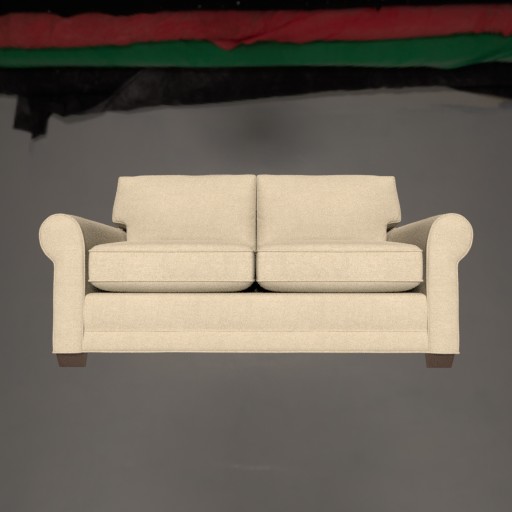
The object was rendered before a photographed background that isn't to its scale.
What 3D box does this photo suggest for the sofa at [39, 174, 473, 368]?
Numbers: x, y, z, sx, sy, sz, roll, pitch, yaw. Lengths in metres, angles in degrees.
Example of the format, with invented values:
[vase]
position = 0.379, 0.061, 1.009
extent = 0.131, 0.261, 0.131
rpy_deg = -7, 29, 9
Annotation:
[sofa]
position = 0.000, 0.000, 2.205
extent = 1.774, 0.933, 0.861
rpy_deg = 0, -2, 0
